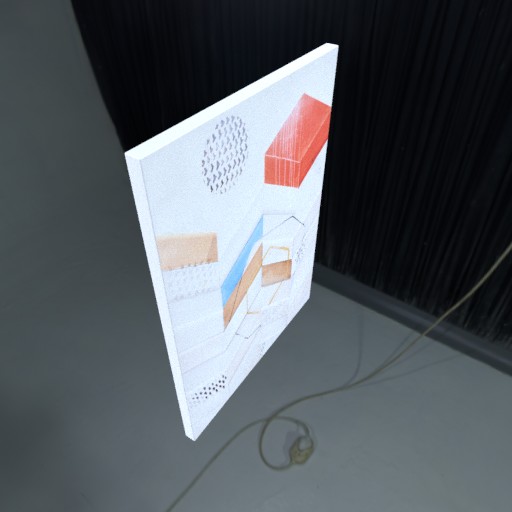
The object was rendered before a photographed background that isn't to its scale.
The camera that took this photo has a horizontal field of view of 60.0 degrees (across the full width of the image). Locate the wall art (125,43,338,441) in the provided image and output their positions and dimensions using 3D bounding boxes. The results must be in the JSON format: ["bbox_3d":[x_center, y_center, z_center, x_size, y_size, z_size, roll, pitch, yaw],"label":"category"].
[{"bbox_3d":[0.000,0.000,1.601,0.046,1.221,0.914,24,47,25],"label":"wall art"}]
